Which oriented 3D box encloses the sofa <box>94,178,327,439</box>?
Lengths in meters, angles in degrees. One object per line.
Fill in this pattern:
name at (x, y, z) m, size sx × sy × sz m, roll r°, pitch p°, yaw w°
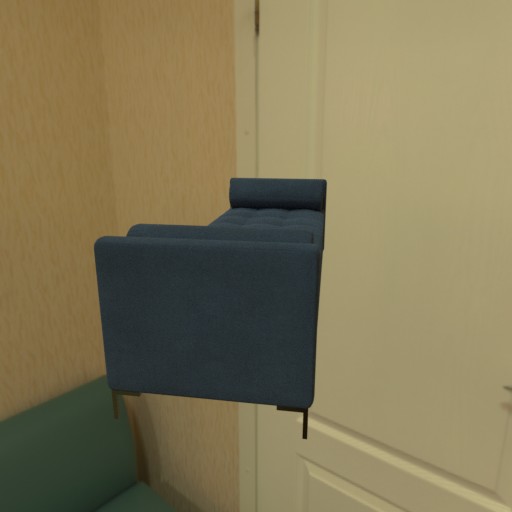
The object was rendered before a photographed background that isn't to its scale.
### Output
sofa at (0.000, 0.000, 2.303) m, size 0.686 × 0.635 × 1.981 m, roll 3°, pitch 16°, yaw 9°
